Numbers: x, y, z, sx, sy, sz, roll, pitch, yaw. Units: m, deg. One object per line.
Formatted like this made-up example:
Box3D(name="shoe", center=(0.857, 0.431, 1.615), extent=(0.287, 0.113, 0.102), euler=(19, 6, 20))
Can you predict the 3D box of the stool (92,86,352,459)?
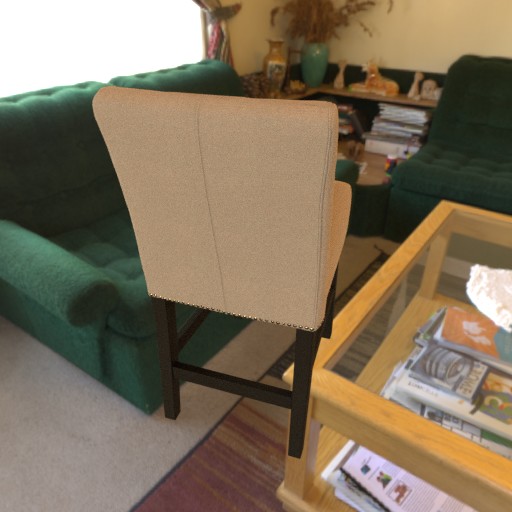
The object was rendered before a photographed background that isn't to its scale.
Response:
Box3D(name="stool", center=(0.000, 0.000, 1.136), extent=(0.427, 0.885, 0.571), euler=(10, 33, 16))
